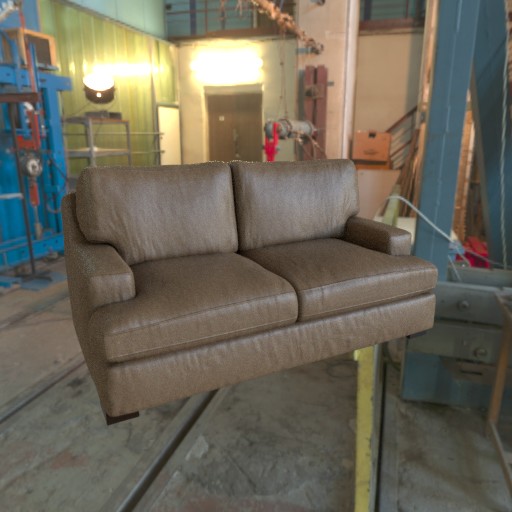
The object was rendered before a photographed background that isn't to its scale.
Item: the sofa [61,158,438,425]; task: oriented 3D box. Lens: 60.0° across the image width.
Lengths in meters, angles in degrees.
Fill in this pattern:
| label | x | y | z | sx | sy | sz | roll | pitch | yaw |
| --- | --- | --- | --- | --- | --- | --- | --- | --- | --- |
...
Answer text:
| label | x | y | z | sx | sy | sz | roll | pitch | yaw |
| --- | --- | --- | --- | --- | --- | --- | --- | --- | --- |
| sofa | 0.000 | 0.000 | 2.403 | 1.855 | 0.980 | 0.962 | -8 | 17 | -27 |
